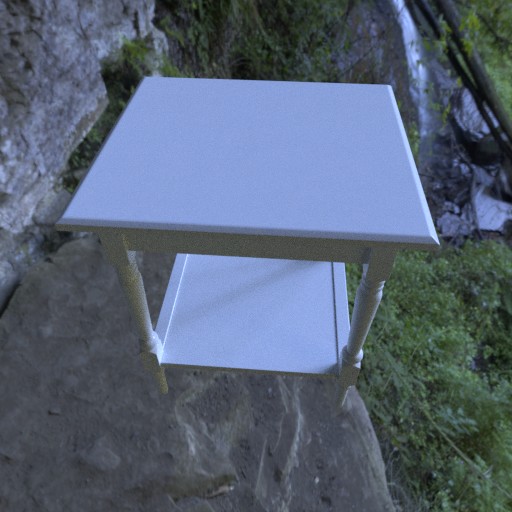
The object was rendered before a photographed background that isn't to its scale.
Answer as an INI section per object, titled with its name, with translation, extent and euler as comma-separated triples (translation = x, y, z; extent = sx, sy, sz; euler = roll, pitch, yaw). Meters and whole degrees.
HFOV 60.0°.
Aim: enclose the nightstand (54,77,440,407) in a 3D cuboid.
[nightstand]
translation = 0.000, 0.000, 0.931
extent = 0.505, 0.555, 0.459
euler = 3, 45, 3
